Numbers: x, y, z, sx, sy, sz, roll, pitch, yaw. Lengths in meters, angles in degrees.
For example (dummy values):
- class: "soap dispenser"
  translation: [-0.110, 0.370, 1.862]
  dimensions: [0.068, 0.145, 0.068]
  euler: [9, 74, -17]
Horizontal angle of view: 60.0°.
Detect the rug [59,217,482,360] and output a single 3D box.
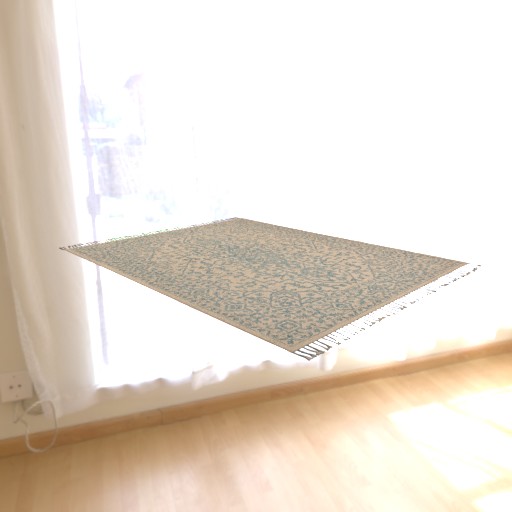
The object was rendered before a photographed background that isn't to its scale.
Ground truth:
- class: "rug"
  translation: [0.000, 0.000, 4.257]
  dimensions: [2.464, 0.010, 3.327]
  euler: [-15, 21, -42]
